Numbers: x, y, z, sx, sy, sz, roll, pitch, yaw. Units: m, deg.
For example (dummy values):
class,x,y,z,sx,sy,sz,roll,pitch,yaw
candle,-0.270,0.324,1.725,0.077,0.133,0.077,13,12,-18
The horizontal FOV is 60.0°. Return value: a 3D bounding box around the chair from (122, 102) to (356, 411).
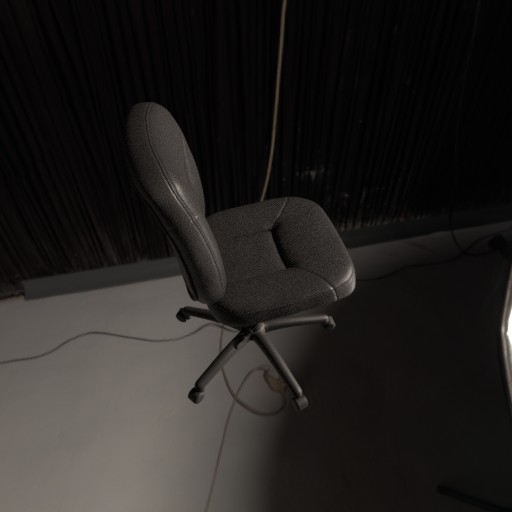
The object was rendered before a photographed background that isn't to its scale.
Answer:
class,x,y,z,sx,sy,sz,roll,pitch,yaw
chair,0.000,0.000,1.412,0.646,0.959,0.647,-10,46,-10
